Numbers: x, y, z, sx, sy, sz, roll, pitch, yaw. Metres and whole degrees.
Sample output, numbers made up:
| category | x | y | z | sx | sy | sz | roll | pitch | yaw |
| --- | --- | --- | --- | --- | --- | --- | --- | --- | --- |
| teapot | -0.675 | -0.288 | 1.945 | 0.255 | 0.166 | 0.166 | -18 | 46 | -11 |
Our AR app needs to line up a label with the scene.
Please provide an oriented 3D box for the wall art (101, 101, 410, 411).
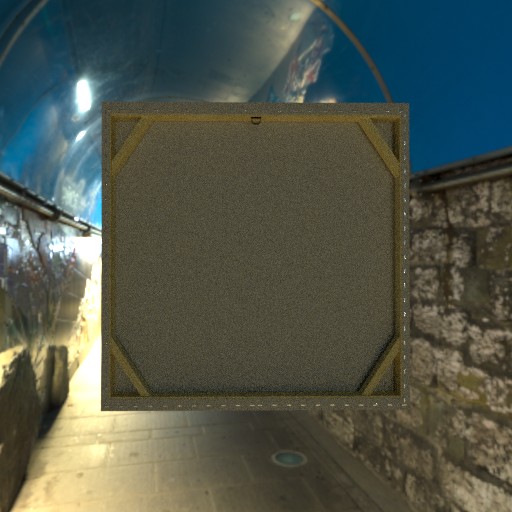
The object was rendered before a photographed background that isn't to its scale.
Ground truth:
| category | x | y | z | sx | sy | sz | roll | pitch | yaw |
| --- | --- | --- | --- | --- | --- | --- | --- | --- | --- |
| wall art | 0.000 | 0.000 | 0.895 | 0.610 | 0.610 | 0.038 | 0 | -1 | -1 |
